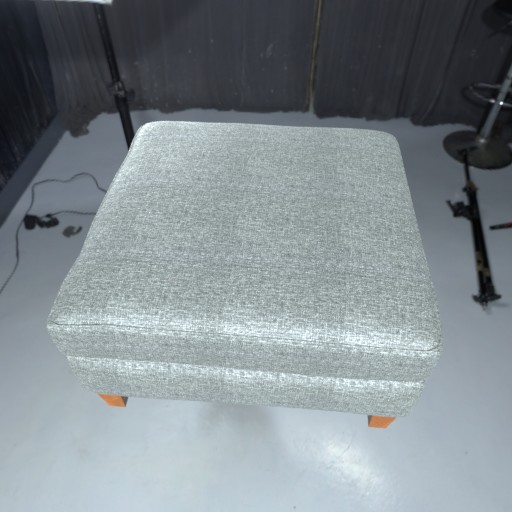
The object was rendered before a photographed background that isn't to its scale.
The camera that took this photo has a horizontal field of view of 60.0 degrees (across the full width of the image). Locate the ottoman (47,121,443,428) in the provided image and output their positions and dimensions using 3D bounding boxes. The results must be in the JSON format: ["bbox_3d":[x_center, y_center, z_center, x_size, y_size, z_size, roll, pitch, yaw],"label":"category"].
[{"bbox_3d":[0.000,0.000,1.296,0.838,0.481,0.838,3,47,3],"label":"ottoman"}]
